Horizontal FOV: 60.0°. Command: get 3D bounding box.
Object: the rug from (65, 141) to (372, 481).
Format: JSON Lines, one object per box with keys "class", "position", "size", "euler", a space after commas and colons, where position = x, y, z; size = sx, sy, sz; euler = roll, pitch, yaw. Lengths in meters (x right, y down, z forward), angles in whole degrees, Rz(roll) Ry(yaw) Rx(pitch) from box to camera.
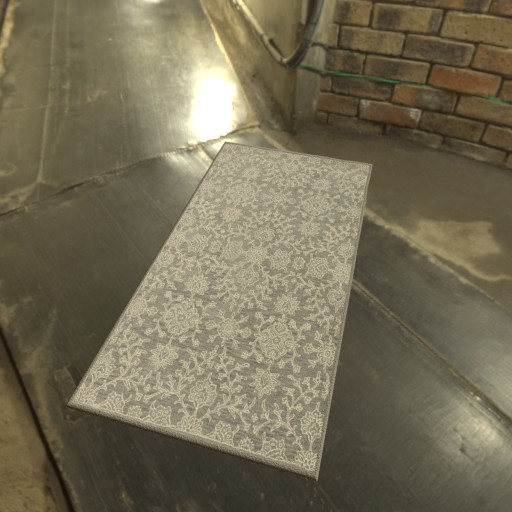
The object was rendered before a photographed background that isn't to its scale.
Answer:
{"class": "rug", "position": [0.000, 0.000, 3.543], "size": [1.546, 0.011, 3.048], "euler": [12, 48, 11]}
